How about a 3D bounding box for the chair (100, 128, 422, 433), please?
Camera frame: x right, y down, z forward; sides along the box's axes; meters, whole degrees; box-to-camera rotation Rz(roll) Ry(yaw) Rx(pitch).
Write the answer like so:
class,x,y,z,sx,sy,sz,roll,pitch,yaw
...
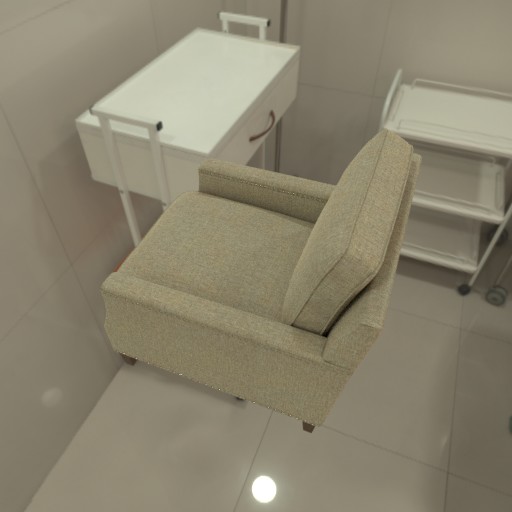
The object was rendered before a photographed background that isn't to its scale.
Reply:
class,x,y,z,sx,sy,sz,roll,pitch,yaw
chair,0.000,0.000,1.755,1.014,0.943,0.853,16,48,15
